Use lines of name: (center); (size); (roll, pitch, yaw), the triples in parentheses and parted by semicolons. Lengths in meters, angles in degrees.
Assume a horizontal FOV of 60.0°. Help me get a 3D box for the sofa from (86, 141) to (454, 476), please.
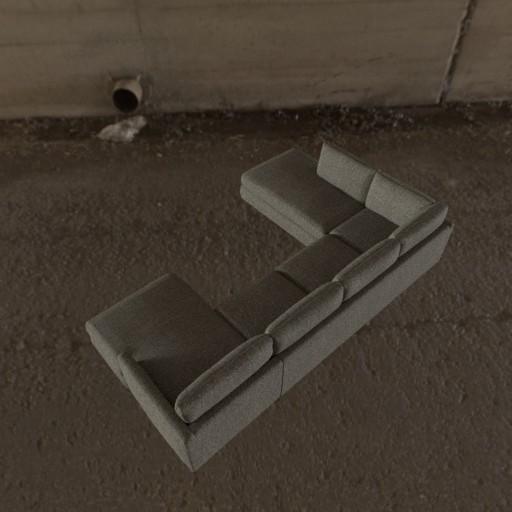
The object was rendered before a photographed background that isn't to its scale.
sofa: (0.000, 0.000, 3.604); (2.737, 0.756, 1.879); (-32, 54, -27)
